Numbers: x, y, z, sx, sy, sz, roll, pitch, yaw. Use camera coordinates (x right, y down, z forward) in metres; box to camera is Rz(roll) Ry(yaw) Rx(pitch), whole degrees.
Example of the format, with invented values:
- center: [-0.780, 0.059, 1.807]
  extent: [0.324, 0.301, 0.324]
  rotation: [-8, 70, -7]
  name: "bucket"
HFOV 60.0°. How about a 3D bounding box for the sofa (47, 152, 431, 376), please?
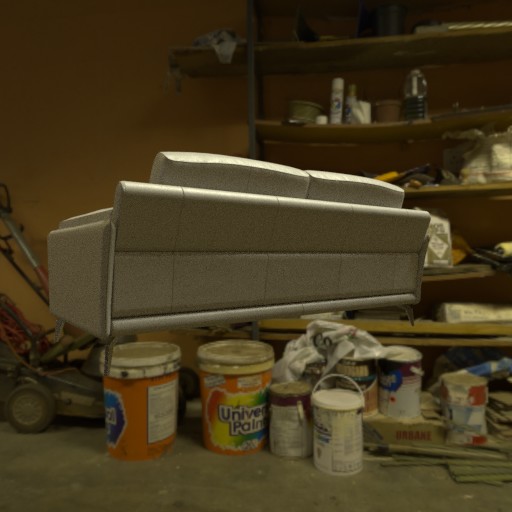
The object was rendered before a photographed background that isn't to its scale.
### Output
- center: [0.000, 0.000, 2.637]
  extent: [2.101, 0.930, 1.049]
  rotation: [0, 0, -37]
  name: "sofa"
